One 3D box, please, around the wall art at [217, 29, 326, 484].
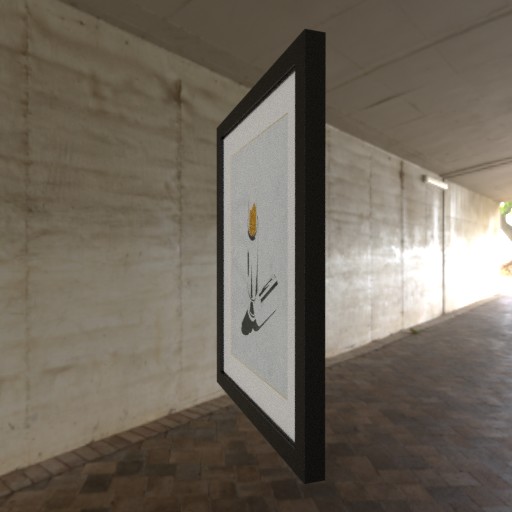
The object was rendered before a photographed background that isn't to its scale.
[{"bbox_3d":[0.000,0.000,0.765,0.029,0.559,0.457,0,0,-19],"label":"wall art"}]
